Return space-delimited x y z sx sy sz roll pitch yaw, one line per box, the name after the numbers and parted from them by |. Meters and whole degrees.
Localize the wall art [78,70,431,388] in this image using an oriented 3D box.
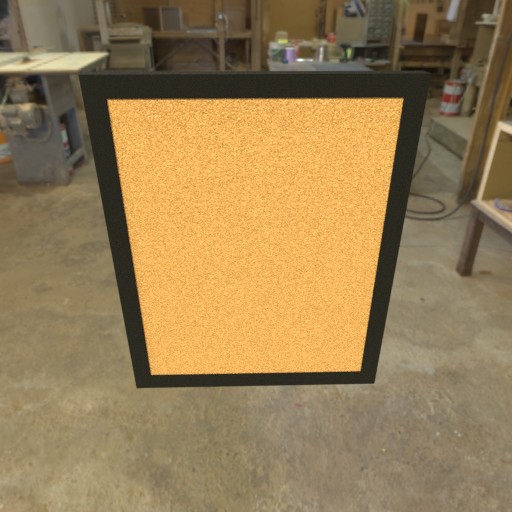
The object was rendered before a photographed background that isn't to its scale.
0.000 0.000 0.725 0.457 0.559 0.029 -1 30 -1 | wall art
